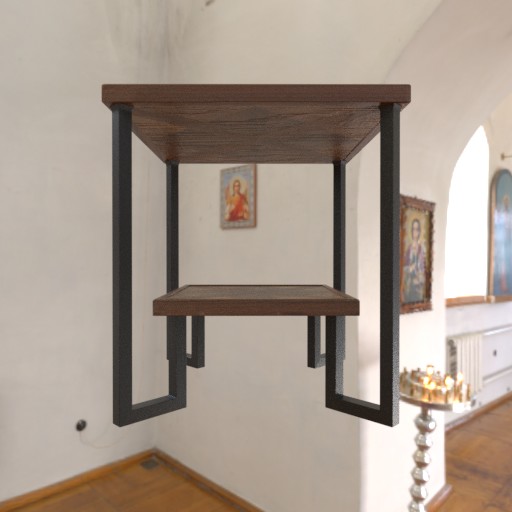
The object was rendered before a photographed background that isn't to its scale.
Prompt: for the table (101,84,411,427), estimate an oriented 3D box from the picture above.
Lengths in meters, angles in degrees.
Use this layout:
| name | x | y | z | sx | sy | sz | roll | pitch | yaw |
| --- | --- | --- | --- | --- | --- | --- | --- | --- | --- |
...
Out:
| name | x | y | z | sx | sy | sz | roll | pitch | yaw |
| --- | --- | --- | --- | --- | --- | --- | --- | --- | --- |
| table | 0.000 | 0.000 | 0.972 | 0.503 | 0.563 | 0.503 | 0 | 0 | 0 |
